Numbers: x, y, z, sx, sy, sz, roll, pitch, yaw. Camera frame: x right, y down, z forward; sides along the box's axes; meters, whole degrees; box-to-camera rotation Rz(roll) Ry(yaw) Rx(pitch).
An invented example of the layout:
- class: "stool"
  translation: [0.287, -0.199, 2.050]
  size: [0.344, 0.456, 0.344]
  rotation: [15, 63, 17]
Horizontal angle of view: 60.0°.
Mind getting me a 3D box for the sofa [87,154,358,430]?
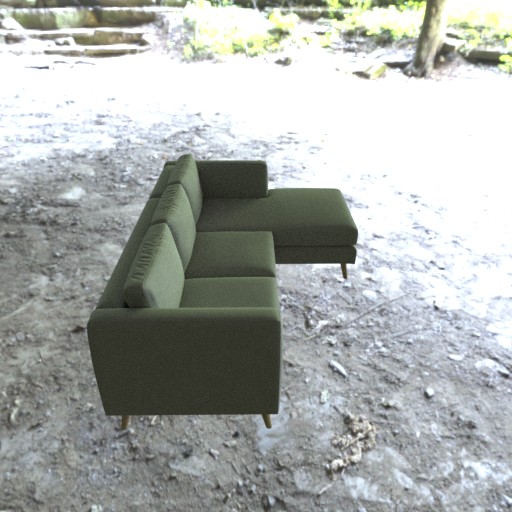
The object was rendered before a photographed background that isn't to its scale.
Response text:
- class: "sofa"
  translation: [0.000, 0.000, 3.101]
  size: [1.580, 0.860, 2.300]
  rotation: [0, 31, 0]
